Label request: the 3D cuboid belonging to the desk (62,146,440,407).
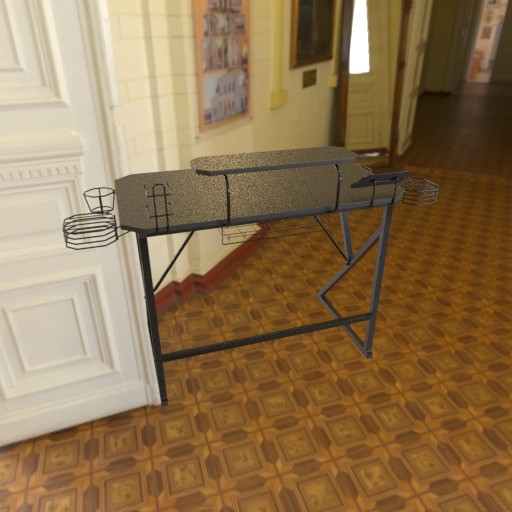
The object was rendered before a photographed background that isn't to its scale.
[{"bbox_3d":[0.000,0.000,1.733,1.290,0.880,0.580,-9,29,-16],"label":"desk"}]
